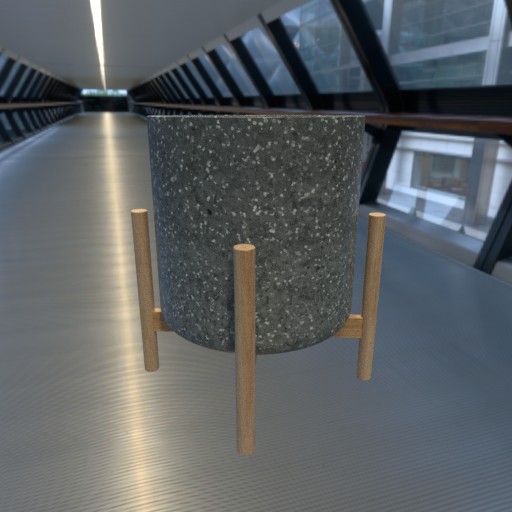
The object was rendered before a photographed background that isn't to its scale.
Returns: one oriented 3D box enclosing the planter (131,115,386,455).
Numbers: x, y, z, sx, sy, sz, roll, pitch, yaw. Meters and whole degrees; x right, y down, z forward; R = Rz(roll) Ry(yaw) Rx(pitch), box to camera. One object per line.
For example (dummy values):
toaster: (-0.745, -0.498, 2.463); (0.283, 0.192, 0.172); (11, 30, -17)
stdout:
planter: (0.000, 0.000, 0.695); (0.360, 0.419, 0.360); (9, 20, 25)
